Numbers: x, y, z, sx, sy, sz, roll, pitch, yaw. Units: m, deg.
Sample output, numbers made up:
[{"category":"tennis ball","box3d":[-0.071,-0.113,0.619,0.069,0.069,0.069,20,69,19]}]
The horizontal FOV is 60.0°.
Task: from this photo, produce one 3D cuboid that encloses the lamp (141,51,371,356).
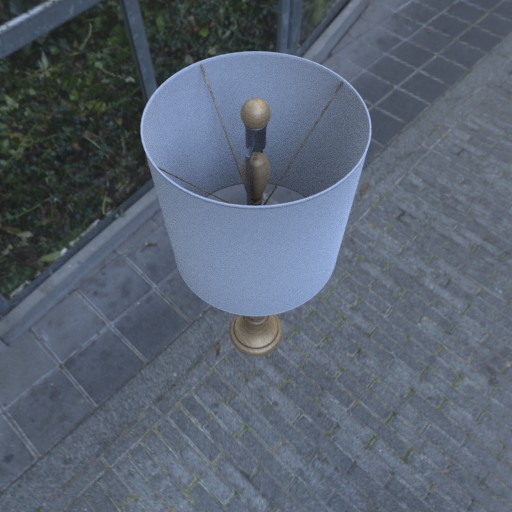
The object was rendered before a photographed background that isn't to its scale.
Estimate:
[{"category":"lamp","box3d":[0.000,0.000,0.716,0.250,0.597,0.250,-29,62,-18]}]
